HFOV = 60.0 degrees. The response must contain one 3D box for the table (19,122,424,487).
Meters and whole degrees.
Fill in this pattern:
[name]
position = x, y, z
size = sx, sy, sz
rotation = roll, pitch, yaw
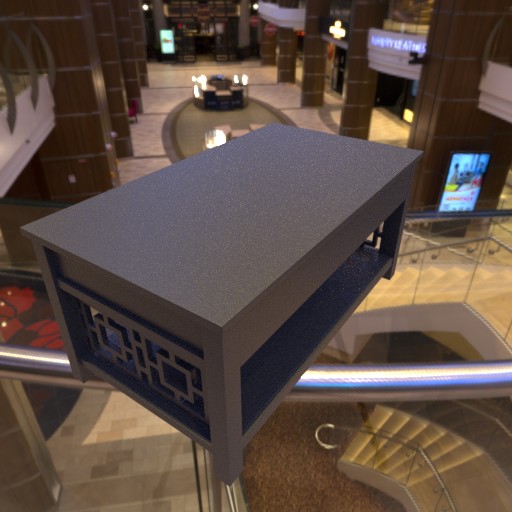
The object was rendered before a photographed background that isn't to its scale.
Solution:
[table]
position = 0.000, 0.000, 1.381
size = 0.612, 0.493, 1.068
rotation = 20, 37, 29
